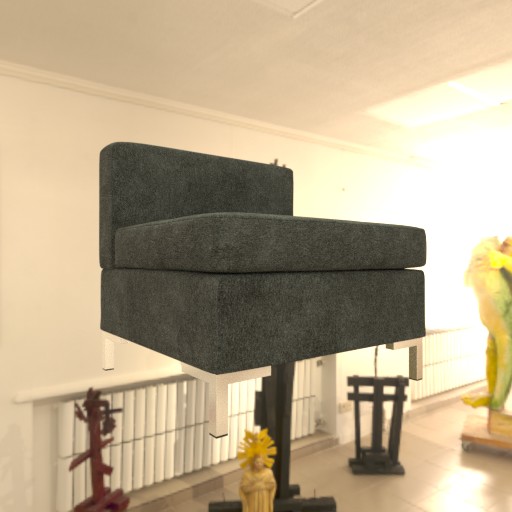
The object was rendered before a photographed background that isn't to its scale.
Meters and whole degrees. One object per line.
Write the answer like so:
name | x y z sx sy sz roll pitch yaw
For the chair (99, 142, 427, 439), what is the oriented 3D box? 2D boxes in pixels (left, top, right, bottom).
chair | 0.000 0.000 1.230 0.680 0.660 0.680 0 0 -37
